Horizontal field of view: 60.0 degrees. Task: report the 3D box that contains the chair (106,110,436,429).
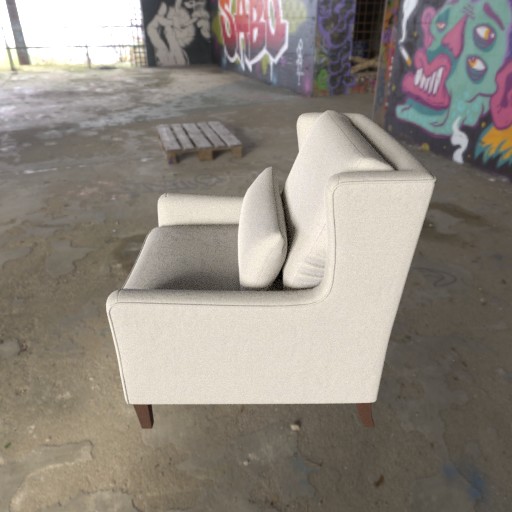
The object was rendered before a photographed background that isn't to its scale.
[{"bbox_3d":[0.000,0.000,1.869,1.040,1.056,0.982,0,28,0],"label":"chair"}]
